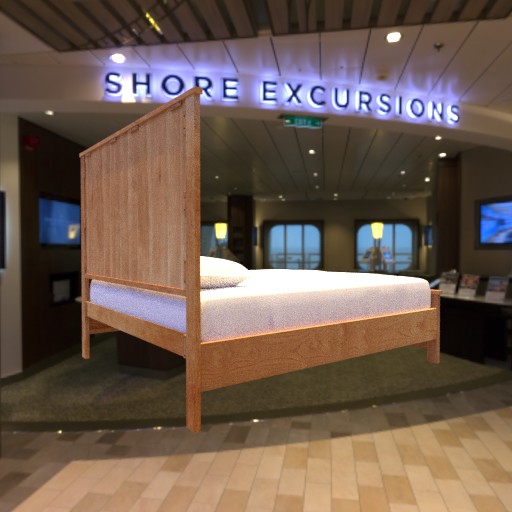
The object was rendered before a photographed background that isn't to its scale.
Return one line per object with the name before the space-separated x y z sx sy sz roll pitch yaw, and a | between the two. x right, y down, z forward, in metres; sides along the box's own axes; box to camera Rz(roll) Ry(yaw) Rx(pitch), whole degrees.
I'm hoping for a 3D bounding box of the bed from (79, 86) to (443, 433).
bed | 0.000 0.000 4.111 2.530 1.938 2.225 -1 1 -37
